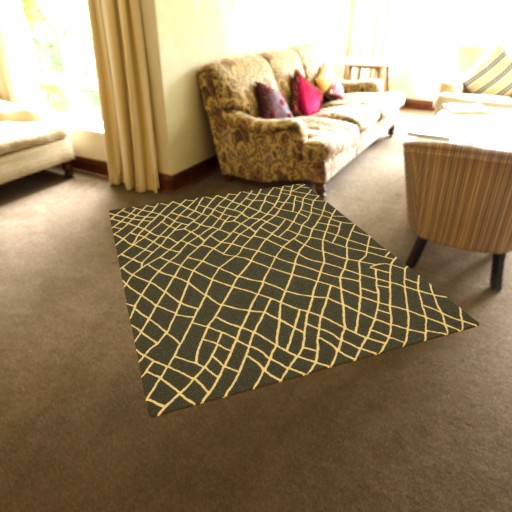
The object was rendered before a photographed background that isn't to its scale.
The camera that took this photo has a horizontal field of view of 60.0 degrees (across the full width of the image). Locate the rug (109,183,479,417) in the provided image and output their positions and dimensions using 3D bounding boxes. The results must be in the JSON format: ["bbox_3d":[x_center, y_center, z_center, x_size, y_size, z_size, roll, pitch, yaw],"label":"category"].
[{"bbox_3d":[0.000,0.000,4.152,2.439,0.022,3.047,-11,32,-17],"label":"rug"}]
